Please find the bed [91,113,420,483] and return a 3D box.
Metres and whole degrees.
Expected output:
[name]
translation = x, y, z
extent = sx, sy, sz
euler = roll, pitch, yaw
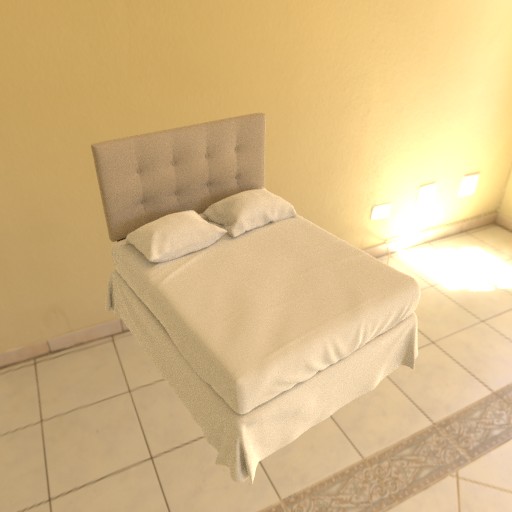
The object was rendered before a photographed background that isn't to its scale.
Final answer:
[bed]
translation = 0.000, 0.000, 3.479
extent = 1.936, 1.577, 2.222
euler = -21, 38, -30
